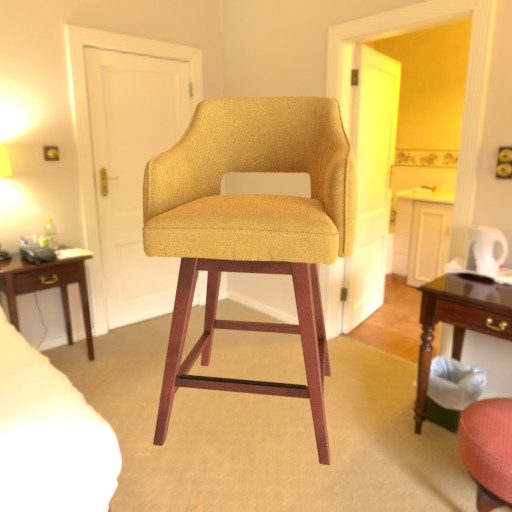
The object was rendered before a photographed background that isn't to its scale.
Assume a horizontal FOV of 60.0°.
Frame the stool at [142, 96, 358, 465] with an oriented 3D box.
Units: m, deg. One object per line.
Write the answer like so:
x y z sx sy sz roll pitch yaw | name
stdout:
0.000 0.000 1.283 0.548 0.924 0.558 2 14 9 | stool
